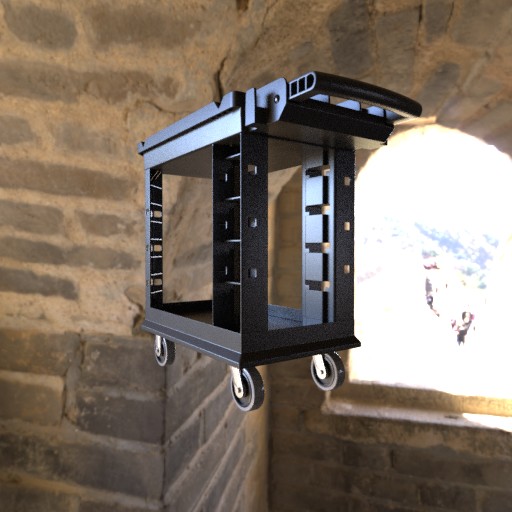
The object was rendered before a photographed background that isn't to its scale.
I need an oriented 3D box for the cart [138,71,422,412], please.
[{"bbox_3d":[0.000,0.000,1.522,0.497,0.884,1.061,-1,1,-35],"label":"cart"}]
